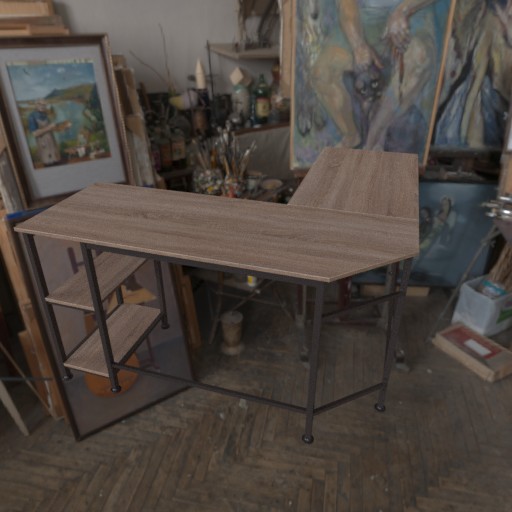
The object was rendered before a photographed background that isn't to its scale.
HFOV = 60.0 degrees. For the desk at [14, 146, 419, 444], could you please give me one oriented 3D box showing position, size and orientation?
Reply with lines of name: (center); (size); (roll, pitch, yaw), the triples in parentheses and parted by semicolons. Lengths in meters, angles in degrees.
desk: (0.000, 0.000, 2.154); (1.379, 0.739, 1.379); (9, 31, 15)
